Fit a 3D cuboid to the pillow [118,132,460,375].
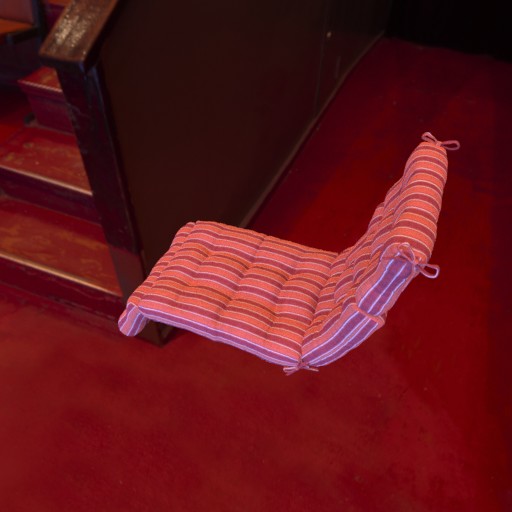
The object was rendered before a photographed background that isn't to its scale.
[{"bbox_3d":[0.000,0.000,1.490,1.016,0.863,0.526,16,49,15],"label":"pillow"}]
